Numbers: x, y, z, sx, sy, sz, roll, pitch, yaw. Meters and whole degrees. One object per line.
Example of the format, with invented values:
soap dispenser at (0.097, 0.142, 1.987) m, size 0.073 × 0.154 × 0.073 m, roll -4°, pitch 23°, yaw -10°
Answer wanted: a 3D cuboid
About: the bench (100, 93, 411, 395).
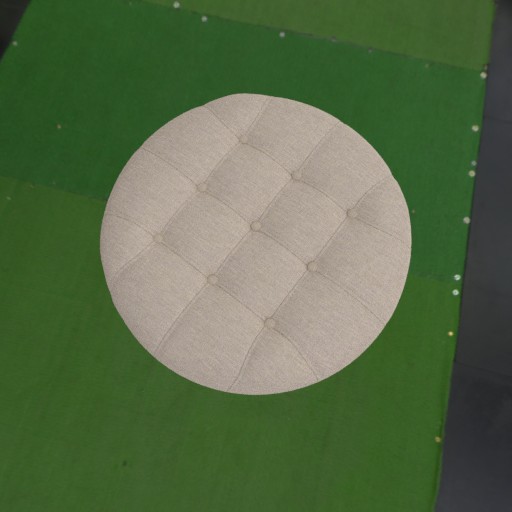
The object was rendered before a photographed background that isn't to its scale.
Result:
bench at (0.000, 0.000, 1.017) m, size 0.600 × 0.454 × 0.600 m, roll 0°, pitch 75°, yaw 0°
